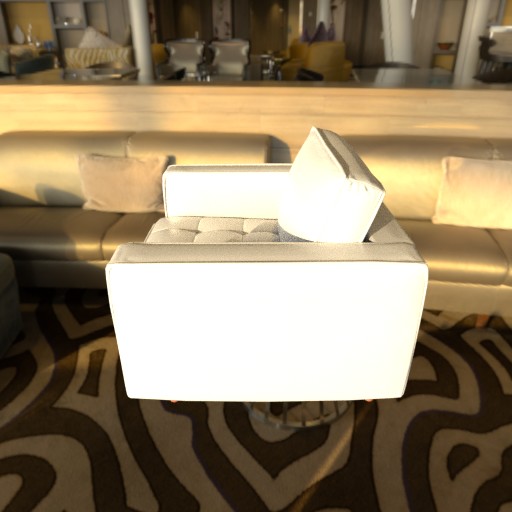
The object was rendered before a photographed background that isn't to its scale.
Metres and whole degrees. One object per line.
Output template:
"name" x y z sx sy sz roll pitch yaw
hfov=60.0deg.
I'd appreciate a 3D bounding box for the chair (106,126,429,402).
"chair" 0.000 0.000 1.534 0.843 0.773 0.928 0 27 0
